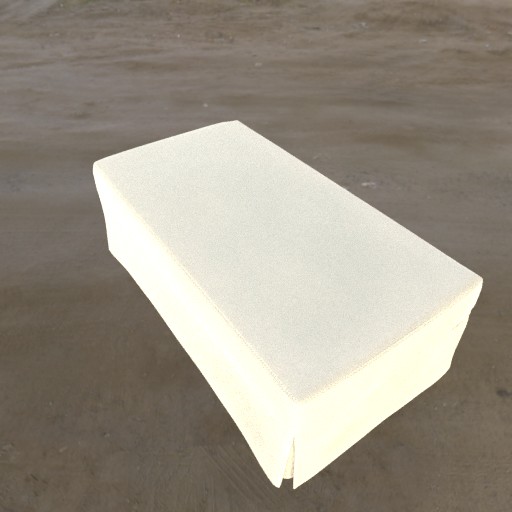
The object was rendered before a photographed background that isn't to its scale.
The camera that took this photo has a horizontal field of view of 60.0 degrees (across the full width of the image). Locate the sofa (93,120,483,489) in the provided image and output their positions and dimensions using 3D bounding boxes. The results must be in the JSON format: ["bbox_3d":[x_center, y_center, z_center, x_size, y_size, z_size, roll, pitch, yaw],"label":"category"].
[{"bbox_3d":[0.000,0.000,2.043,0.939,0.552,1.677,-25,47,-26],"label":"sofa"}]
